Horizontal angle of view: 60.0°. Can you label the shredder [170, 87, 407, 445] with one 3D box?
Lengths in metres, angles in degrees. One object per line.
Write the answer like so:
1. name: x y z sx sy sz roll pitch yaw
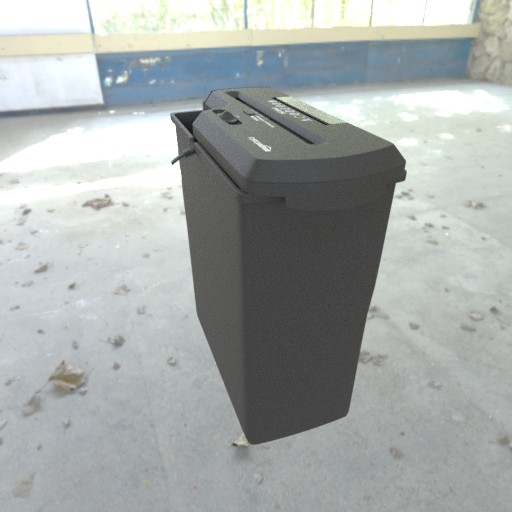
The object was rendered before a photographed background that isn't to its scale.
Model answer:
1. shredder: 0.000 0.000 0.519 0.170 0.335 0.320 -10 32 -17
